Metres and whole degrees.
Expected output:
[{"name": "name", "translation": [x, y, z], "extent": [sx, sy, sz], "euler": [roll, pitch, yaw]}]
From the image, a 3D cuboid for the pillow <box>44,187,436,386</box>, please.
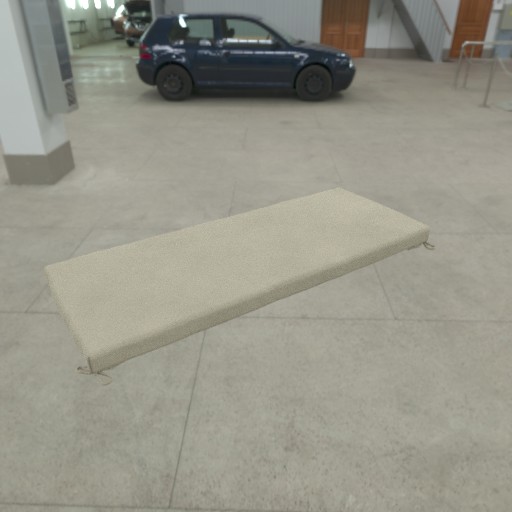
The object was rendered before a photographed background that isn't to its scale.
[{"name": "pillow", "translation": [0.000, 0.000, 1.377], "extent": [1.187, 0.081, 0.492], "euler": [-18, 34, -29]}]
